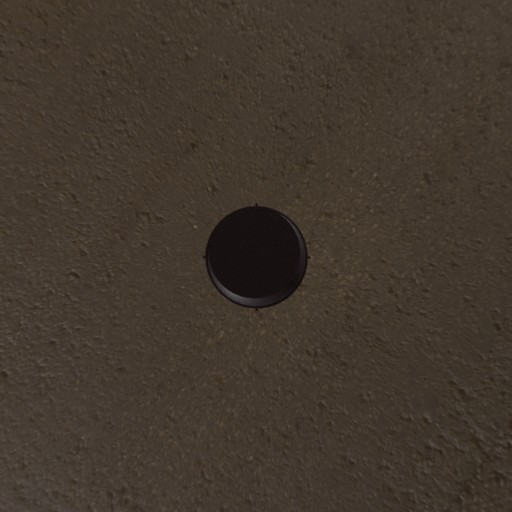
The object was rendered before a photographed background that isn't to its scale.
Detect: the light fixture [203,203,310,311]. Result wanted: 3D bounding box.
[{"bbox_3d":[0.000,0.000,1.053,0.341,0.849,0.341,0,89,0],"label":"light fixture"}]
